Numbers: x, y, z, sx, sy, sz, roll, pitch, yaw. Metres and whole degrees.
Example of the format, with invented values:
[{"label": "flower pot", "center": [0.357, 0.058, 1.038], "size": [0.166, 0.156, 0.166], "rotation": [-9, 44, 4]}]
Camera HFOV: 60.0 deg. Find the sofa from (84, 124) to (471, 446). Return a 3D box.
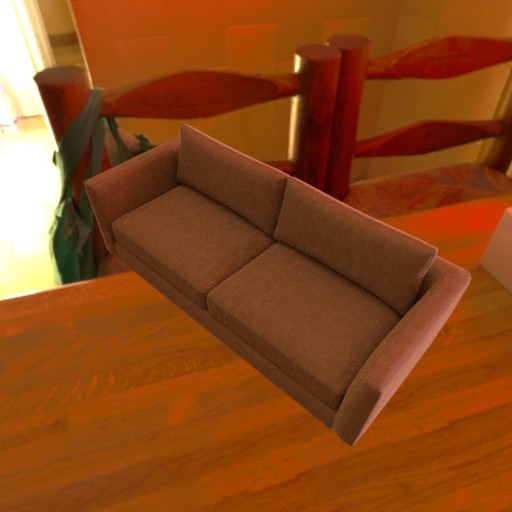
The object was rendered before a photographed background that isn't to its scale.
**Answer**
[{"label": "sofa", "center": [0.000, 0.000, 2.630], "size": [2.121, 0.864, 0.889], "rotation": [32, 53, 29]}]
